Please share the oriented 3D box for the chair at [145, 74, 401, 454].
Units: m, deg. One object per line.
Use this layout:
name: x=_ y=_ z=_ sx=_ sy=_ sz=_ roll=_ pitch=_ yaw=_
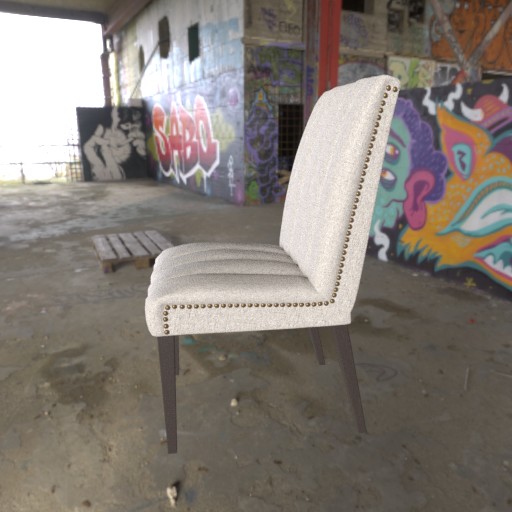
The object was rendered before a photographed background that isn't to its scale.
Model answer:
chair: x=0.000 y=0.000 z=1.374 sx=0.647 sy=1.016 sz=0.511 roll=-2 pitch=15 yaw=-8
